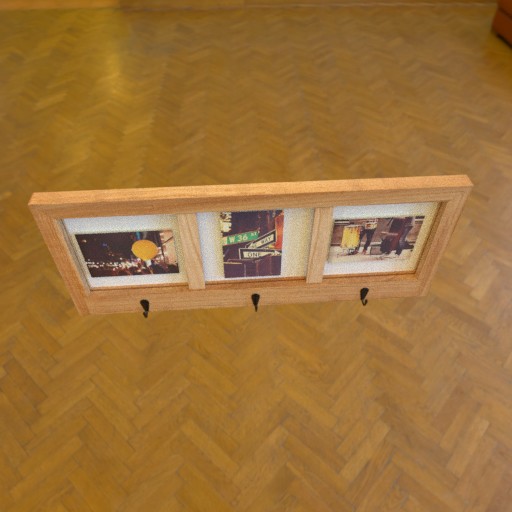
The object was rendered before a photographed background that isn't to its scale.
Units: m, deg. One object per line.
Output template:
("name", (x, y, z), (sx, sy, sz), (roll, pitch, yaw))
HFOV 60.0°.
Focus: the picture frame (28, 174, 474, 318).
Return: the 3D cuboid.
("picture frame", (0.000, 0.000, 0.663), (0.582, 0.234, 0.045), (-3, 46, -3))
